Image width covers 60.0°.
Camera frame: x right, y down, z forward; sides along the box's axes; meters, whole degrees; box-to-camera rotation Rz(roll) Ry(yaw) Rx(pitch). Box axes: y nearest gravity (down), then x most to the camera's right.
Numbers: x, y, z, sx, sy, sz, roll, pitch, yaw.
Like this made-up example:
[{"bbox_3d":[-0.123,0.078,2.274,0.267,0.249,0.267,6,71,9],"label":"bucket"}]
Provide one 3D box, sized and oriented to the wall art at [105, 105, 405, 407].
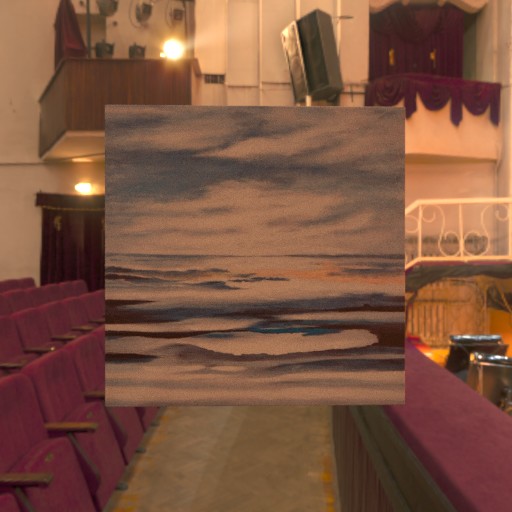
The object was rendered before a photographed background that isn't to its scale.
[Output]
[{"bbox_3d":[0.000,0.000,1.117,0.747,0.747,0.035,0,0,-1],"label":"wall art"}]
